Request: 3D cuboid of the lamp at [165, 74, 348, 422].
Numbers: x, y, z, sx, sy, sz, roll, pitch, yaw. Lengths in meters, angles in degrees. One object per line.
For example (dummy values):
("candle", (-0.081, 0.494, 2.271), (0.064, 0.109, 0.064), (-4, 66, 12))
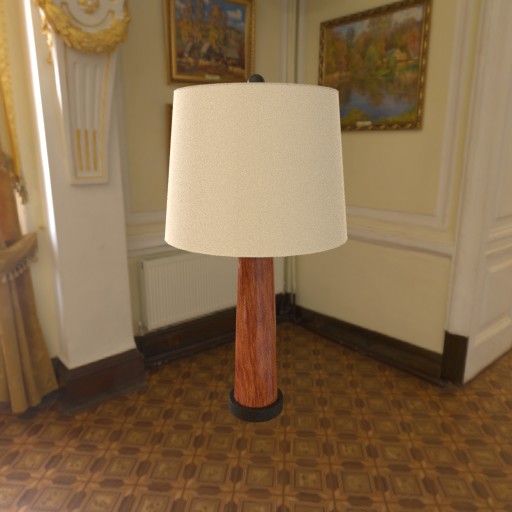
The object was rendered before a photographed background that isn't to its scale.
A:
("lamp", (0.000, 0.000, 0.871), (0.349, 0.667, 0.349), (0, 14, 0))
